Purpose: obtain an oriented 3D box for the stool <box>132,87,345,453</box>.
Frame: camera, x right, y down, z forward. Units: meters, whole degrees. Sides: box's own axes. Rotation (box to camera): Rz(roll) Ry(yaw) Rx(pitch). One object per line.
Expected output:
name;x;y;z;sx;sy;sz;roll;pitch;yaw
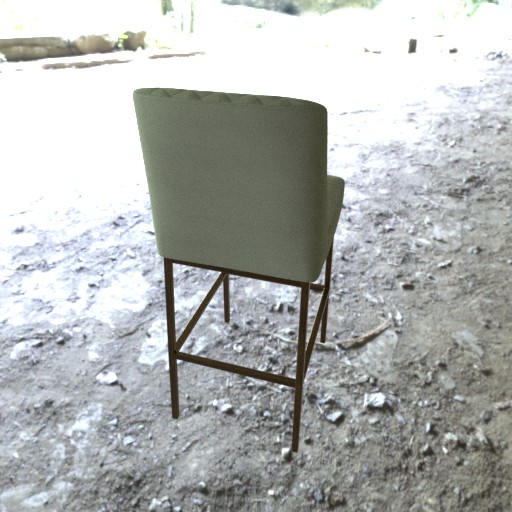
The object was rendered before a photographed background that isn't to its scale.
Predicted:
stool;0.000;0.000;1.369;0.462;1.084;0.546;10;35;14
